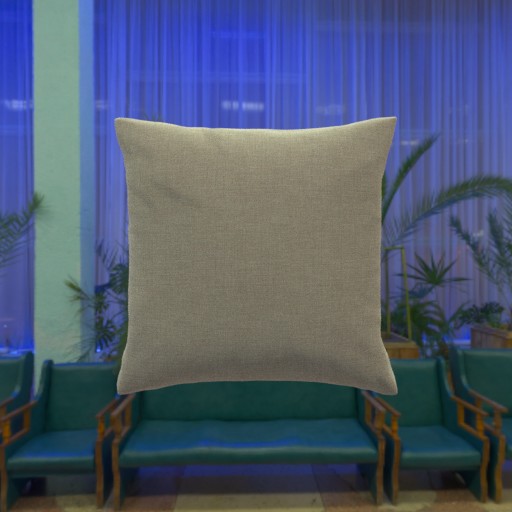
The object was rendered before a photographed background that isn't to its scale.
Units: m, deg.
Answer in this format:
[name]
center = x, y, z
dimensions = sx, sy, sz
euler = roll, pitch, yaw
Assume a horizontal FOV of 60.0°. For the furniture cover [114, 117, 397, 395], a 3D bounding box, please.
[furniture cover]
center = 0.000, 0.000, 0.809
dimensions = 0.517, 0.508, 0.158
euler = 0, 0, 0
